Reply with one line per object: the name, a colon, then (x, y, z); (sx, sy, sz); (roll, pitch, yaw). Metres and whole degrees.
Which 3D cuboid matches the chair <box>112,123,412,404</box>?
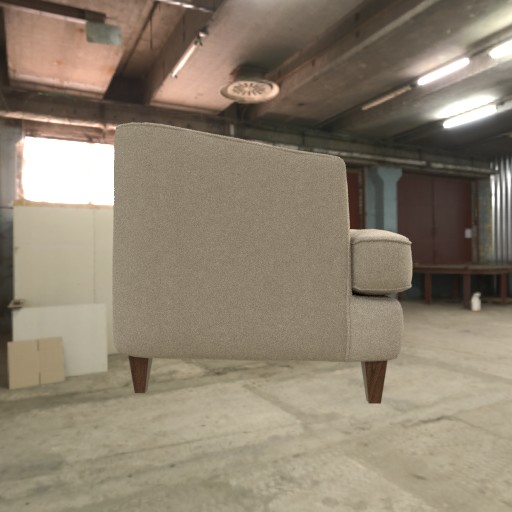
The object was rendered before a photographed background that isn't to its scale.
chair: (0.000, 0.000, 1.768); (0.941, 0.852, 1.104); (0, 0, 1)
